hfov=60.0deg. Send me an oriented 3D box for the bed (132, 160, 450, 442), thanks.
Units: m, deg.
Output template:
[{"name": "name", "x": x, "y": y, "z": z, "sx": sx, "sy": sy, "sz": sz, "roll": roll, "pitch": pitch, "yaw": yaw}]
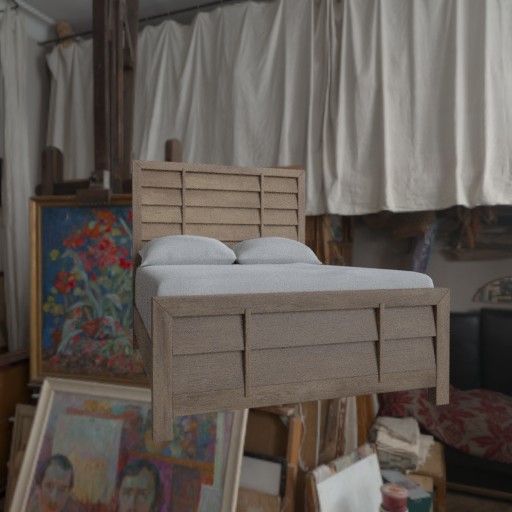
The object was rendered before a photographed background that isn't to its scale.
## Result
[{"name": "bed", "x": 0.000, "y": 0.000, "z": 3.160, "sx": 1.615, "sy": 1.631, "sz": 2.017, "roll": 0, "pitch": 1, "yaw": -18}]
